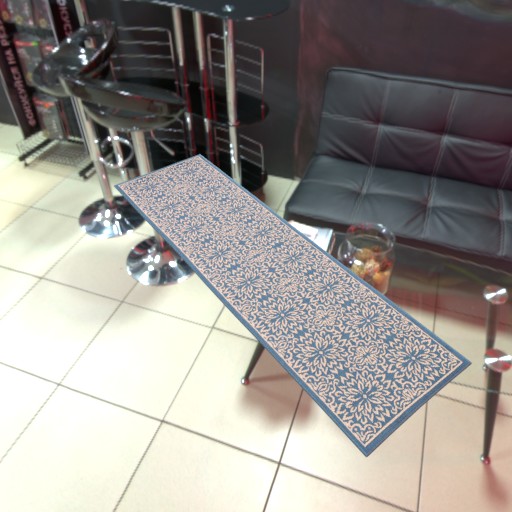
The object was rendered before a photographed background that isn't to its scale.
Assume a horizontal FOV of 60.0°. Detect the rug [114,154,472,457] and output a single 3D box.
[{"bbox_3d":[0.000,0.000,2.395,0.662,0.011,2.196,-27,49,-26],"label":"rug"}]
